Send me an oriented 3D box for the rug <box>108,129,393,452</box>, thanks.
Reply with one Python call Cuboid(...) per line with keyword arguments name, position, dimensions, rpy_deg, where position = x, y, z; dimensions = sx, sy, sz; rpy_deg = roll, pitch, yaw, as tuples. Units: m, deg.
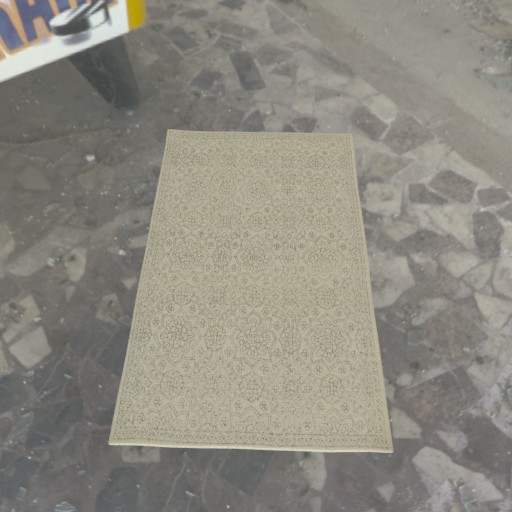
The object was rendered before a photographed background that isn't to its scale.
Cuboid(name="rug", position=(0.000, 0.000, 2.400), dimensions=(1.214, 0.023, 1.947), rpy_deg=(1, 58, 1))
